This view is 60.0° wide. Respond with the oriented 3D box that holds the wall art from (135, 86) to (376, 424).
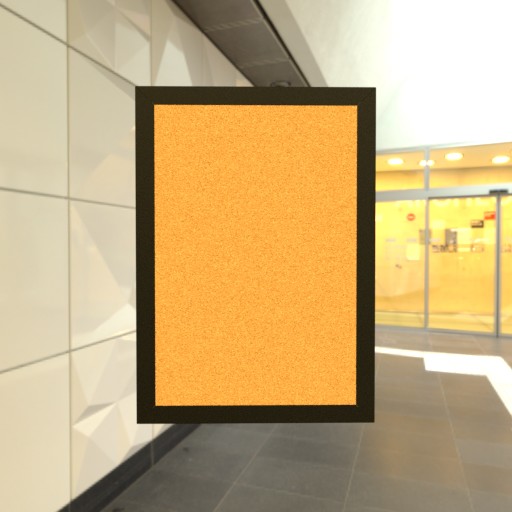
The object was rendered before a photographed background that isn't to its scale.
[{"bbox_3d":[0.000,0.000,0.609,0.326,0.459,0.011,0,1,-1],"label":"wall art"}]
